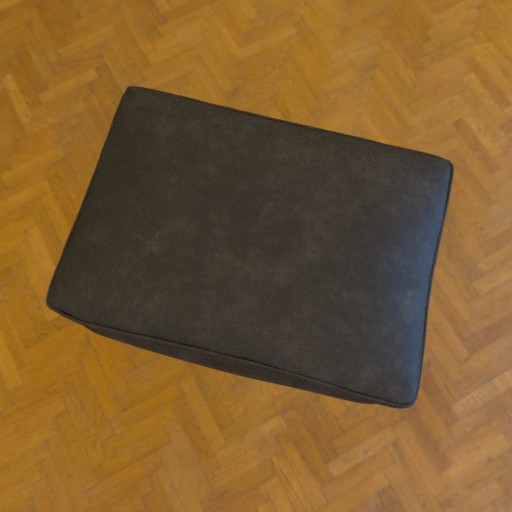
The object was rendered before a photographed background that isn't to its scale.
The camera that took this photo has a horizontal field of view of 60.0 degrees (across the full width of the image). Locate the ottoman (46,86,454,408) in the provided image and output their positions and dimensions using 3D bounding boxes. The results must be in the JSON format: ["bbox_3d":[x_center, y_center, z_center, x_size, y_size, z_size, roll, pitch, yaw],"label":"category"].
[{"bbox_3d":[0.000,0.000,0.955,0.665,0.413,0.501,14,76,4],"label":"ottoman"}]
